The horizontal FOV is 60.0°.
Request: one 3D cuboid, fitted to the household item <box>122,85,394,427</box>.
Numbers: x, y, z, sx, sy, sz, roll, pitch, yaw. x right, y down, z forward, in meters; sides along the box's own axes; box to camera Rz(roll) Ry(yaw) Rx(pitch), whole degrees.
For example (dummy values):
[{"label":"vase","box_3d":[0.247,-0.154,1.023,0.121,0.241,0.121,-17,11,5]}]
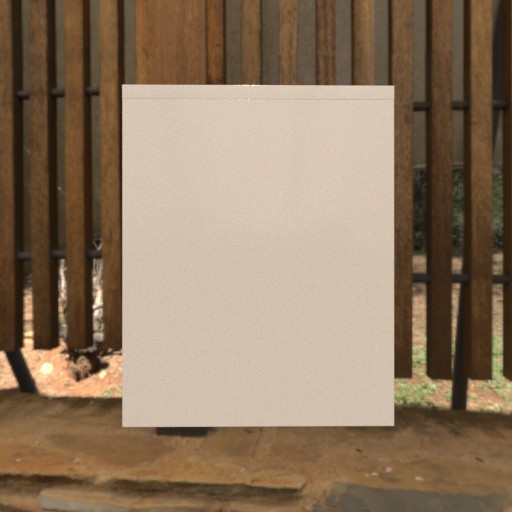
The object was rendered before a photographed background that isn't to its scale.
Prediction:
[{"label":"household item","box_3d":[0.000,0.000,1.521,0.597,0.749,1.100,0,0,-1]}]
